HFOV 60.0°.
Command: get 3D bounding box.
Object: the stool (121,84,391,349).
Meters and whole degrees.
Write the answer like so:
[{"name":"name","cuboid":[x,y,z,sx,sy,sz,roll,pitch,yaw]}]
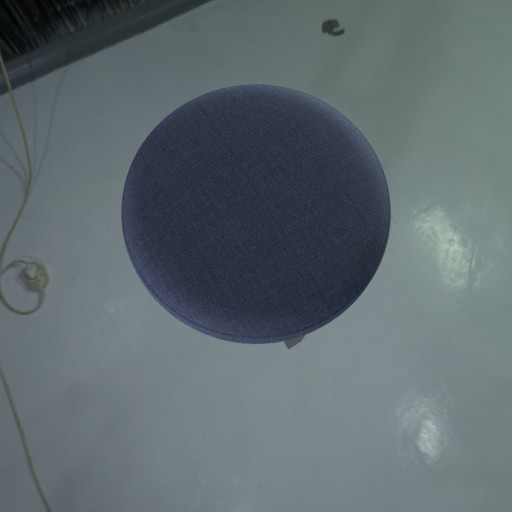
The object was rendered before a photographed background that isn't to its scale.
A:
[{"name":"stool","cuboid":[0.000,0.000,1.029,0.446,0.758,0.446,0,76,0]}]
